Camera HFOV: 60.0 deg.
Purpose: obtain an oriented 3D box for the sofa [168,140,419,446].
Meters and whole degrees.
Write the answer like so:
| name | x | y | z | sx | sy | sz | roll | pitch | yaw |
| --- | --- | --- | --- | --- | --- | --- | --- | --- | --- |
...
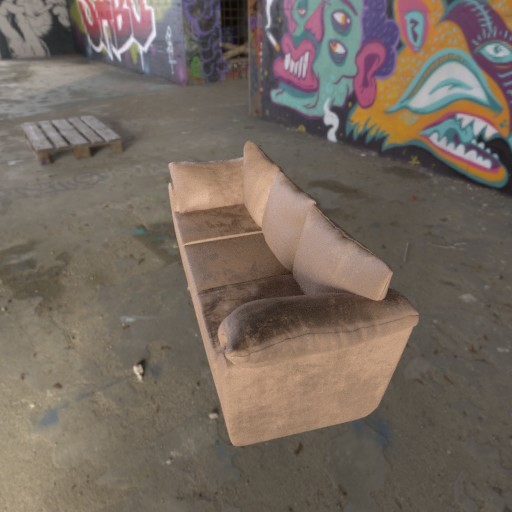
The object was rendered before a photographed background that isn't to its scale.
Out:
| name | x | y | z | sx | sy | sz | roll | pitch | yaw |
| --- | --- | --- | --- | --- | --- | --- | --- | --- | --- |
| sofa | 0.000 | 0.000 | 2.855 | 0.893 | 0.981 | 2.377 | -8 | 31 | -13 |
